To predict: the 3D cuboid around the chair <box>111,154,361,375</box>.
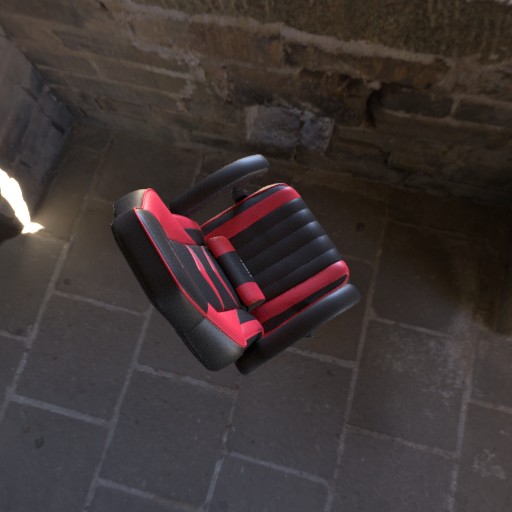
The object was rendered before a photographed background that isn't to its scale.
[{"bbox_3d":[0.000,0.000,1.625,0.700,1.220,0.700,-31,77,-8],"label":"chair"}]
